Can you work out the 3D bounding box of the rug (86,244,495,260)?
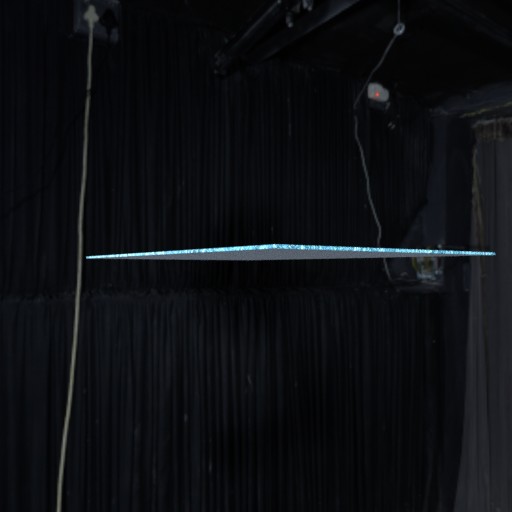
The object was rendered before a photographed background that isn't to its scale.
[{"bbox_3d":[0.000,0.000,2.834,1.490,0.015,2.277,1,-2,-36],"label":"rug"}]
